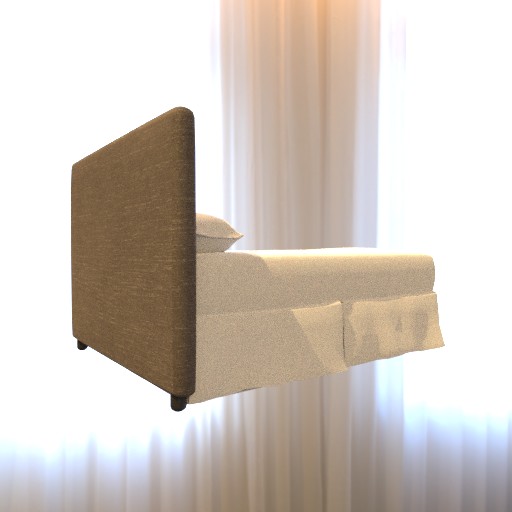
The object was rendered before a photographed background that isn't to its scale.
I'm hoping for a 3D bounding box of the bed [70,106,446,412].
[{"bbox_3d":[0.000,0.000,3.160,2.142,1.330,1.723,-1,1,-37],"label":"bed"}]
